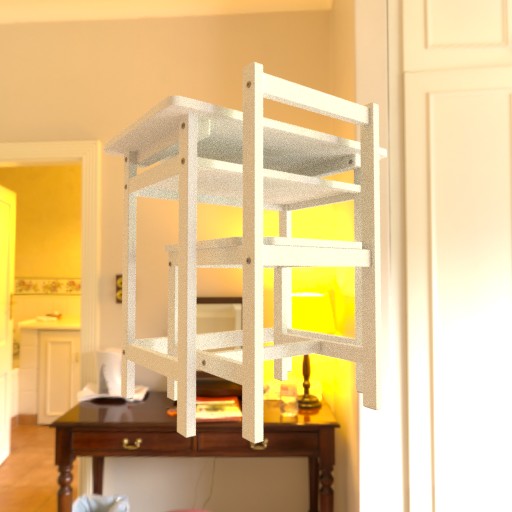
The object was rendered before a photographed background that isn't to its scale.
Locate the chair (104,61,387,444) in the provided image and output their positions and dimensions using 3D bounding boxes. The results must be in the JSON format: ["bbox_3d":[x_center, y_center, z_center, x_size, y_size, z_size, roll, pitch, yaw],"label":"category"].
[{"bbox_3d":[0.000,0.000,1.062,0.599,0.673,0.461,2,-3,-36],"label":"chair"}]
